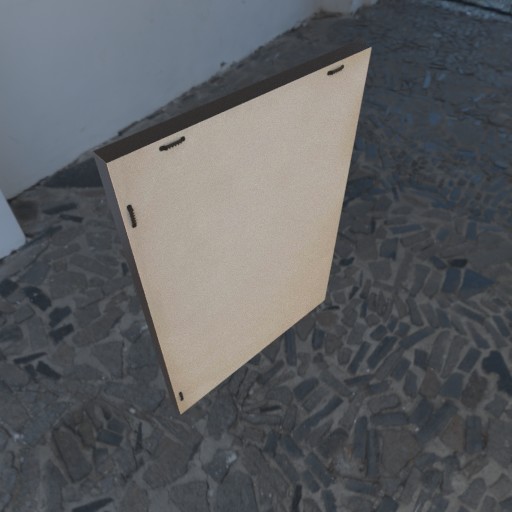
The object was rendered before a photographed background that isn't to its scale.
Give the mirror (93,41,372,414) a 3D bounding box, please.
[{"bbox_3d":[0.000,0.000,0.910,0.507,0.710,0.040,-33,55,-27],"label":"mirror"}]
